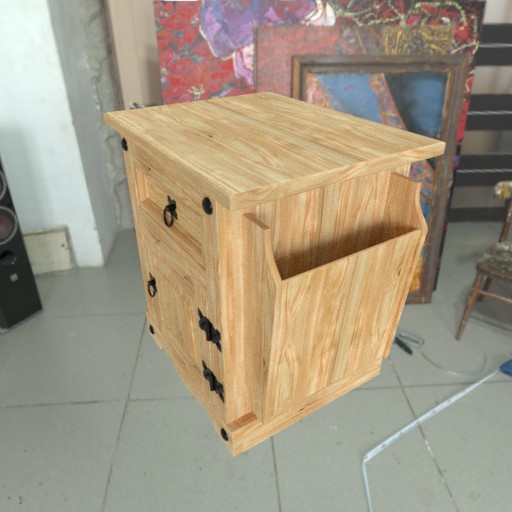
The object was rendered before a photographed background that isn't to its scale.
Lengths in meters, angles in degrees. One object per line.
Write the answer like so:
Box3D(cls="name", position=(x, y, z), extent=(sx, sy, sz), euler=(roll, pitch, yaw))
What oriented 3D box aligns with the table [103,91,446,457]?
Box3D(cls="table", position=(0.000, 0.000, 0.883), extent=(0.380, 0.515, 0.530), euler=(-19, 36, -28))
